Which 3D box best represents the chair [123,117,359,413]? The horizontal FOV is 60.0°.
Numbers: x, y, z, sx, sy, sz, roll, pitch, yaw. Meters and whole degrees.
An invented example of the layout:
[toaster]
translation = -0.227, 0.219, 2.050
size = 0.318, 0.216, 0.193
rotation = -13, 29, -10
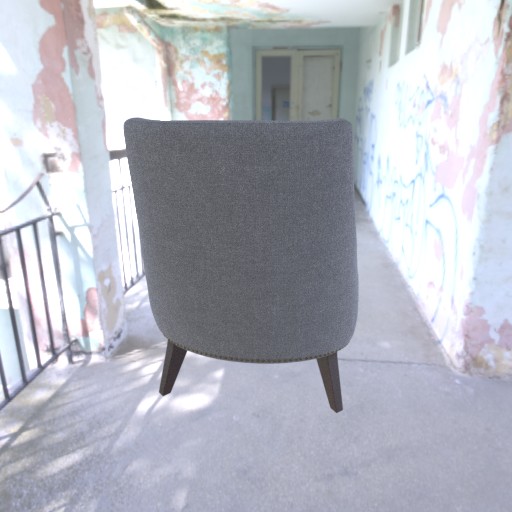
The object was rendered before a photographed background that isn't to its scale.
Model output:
[chair]
translation = 0.000, 0.000, 1.506
size = 0.701, 0.909, 0.861
rotation = 3, 19, 8
